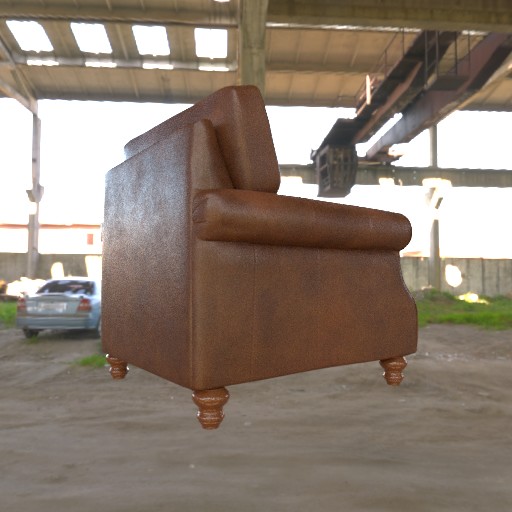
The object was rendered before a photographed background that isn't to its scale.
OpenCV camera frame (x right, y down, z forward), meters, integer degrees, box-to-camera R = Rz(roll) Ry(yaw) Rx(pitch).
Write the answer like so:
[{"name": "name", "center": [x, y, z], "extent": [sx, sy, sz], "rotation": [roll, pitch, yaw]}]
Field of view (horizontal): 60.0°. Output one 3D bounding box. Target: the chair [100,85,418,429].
[{"name": "chair", "center": [0.000, 0.000, 1.755], "extent": [0.992, 0.972, 0.989], "rotation": [2, -3, -36]}]
